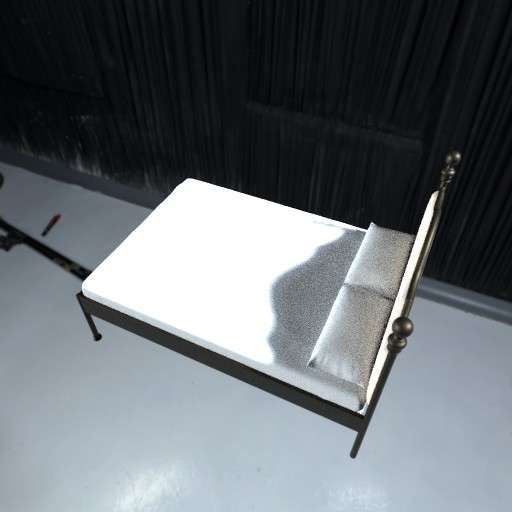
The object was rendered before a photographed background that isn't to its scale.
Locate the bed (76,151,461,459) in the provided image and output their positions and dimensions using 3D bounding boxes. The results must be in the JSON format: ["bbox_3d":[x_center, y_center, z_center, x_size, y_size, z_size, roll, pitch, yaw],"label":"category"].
[{"bbox_3d":[0.000,0.000,3.148,2.170,1.462,1.533,19,48,18],"label":"bed"}]
